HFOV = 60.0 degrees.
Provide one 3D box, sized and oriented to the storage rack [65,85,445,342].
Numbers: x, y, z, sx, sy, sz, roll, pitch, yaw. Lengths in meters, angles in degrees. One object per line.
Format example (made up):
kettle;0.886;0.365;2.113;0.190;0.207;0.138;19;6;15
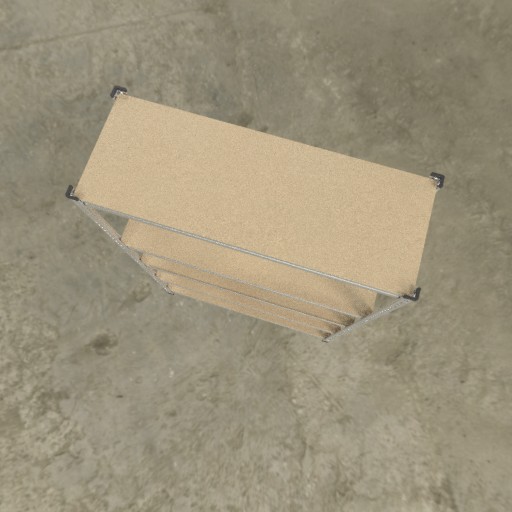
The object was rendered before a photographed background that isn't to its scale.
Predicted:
storage rack;0.000;0.000;2.391;1.219;1.829;0.457;17;75;4
